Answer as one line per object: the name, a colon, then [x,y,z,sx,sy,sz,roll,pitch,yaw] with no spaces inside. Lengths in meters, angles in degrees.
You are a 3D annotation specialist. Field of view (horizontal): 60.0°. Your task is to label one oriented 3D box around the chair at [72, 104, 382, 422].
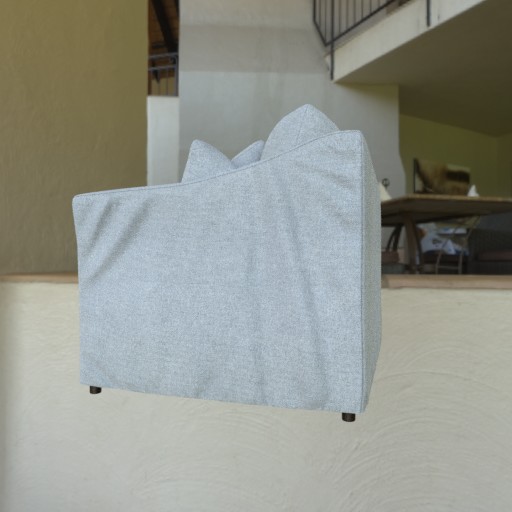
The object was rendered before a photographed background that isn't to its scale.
chair: [0.000,0.000,2.023,1.071,1.059,1.194,0,-1,18]
